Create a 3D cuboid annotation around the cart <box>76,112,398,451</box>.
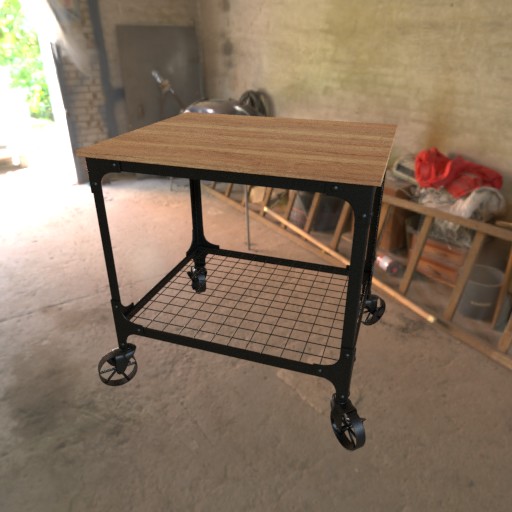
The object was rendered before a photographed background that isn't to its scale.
[{"bbox_3d":[0.000,0.000,1.130,0.666,0.603,0.558,9,28,17],"label":"cart"}]
